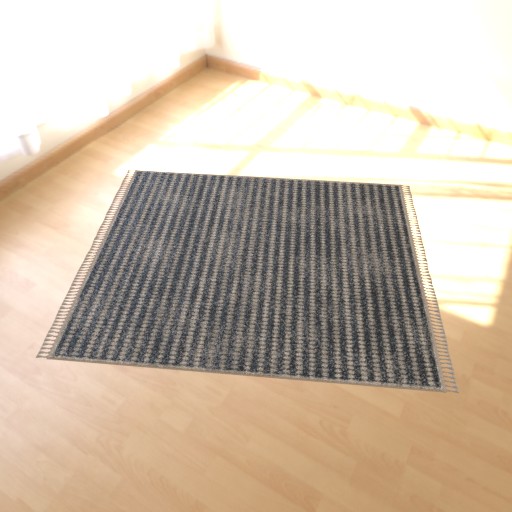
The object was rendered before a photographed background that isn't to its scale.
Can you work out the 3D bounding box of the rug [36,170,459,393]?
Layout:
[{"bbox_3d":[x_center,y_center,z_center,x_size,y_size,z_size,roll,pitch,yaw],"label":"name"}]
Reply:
[{"bbox_3d":[0.000,0.000,3.794,2.910,0.013,2.256,4,47,4],"label":"rug"}]
